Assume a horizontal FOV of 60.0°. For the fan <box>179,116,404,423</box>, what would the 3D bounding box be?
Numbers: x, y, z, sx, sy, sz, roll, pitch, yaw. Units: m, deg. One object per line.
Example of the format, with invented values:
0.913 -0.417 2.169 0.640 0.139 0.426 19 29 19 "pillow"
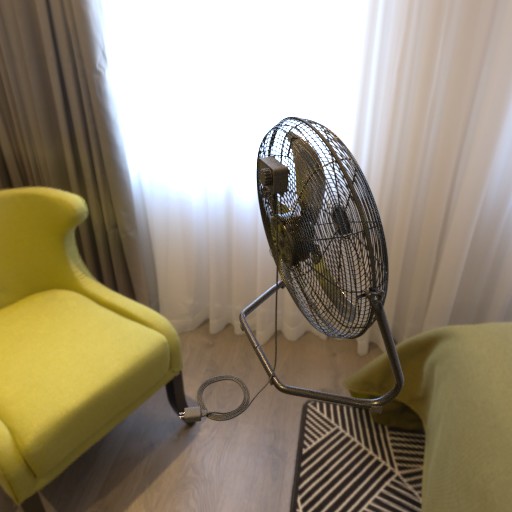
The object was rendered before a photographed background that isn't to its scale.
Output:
0.000 0.000 1.026 0.470 0.605 0.595 -11 32 -17 "fan"
